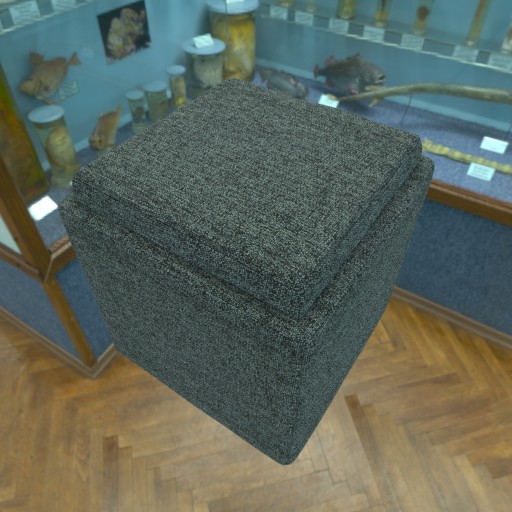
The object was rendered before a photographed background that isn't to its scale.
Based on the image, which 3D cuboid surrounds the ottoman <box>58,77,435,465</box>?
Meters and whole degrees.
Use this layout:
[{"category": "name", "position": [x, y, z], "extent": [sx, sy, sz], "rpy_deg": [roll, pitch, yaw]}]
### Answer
[{"category": "ottoman", "position": [0.000, 0.000, 0.827], "extent": [0.450, 0.463, 0.450], "rpy_deg": [26, 52, 23]}]
